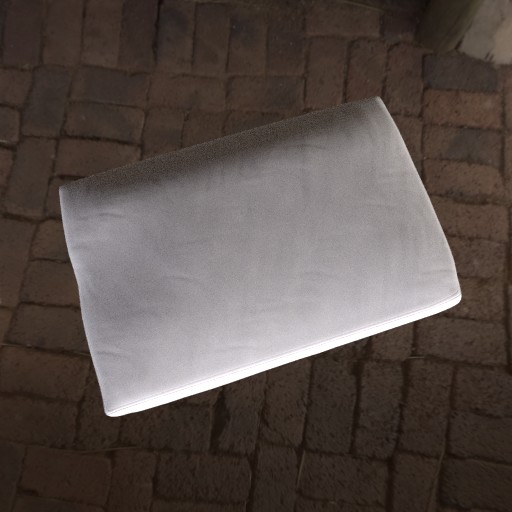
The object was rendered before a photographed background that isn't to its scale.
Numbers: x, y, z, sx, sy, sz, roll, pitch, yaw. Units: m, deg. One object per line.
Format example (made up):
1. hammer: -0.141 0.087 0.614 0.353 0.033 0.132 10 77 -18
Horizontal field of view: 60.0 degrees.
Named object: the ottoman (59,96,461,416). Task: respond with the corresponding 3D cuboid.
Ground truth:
1. ottoman: 0.000 0.000 1.201 0.872 0.444 0.590 -17 76 -4
